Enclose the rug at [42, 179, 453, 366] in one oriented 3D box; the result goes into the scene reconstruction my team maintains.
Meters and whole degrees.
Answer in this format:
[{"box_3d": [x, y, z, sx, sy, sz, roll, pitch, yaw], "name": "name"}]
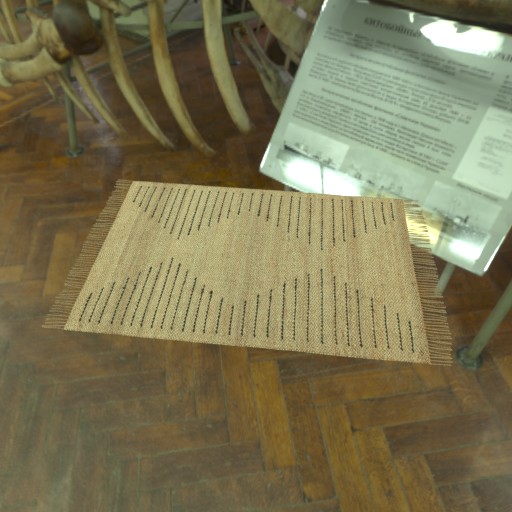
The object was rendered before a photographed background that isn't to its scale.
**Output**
[{"box_3d": [0.000, 0.000, 2.593, 2.085, 0.027, 1.224, 5, 48, 4], "name": "rug"}]
